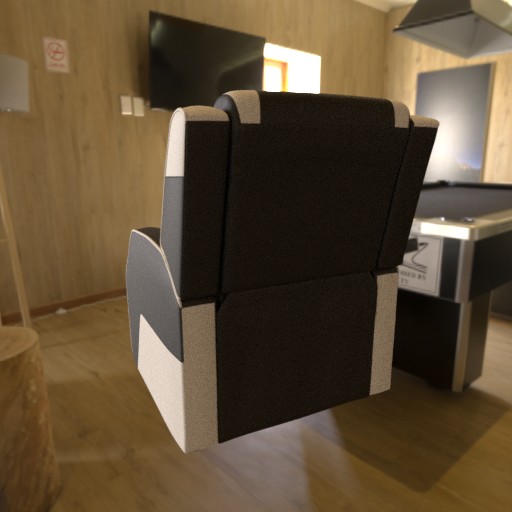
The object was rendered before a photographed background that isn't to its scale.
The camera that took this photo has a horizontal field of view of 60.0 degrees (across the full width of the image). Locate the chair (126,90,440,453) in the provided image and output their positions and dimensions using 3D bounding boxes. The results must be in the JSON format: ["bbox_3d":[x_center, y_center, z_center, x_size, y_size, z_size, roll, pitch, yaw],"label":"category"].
[{"bbox_3d":[0.000,0.000,1.247,0.620,0.805,0.672,-7,15,-26],"label":"chair"}]
